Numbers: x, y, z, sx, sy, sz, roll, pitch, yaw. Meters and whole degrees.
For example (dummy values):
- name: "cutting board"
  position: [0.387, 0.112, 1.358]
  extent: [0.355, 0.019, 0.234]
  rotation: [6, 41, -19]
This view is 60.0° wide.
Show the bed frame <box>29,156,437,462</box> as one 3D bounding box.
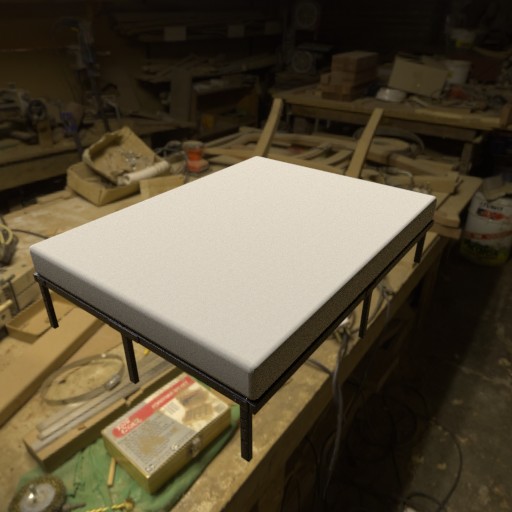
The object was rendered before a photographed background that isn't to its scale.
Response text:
- name: "bed frame"
  position: [0.000, 0.000, 3.583]
  extent: [1.990, 0.680, 2.635]
  rotation: [21, 36, 32]
